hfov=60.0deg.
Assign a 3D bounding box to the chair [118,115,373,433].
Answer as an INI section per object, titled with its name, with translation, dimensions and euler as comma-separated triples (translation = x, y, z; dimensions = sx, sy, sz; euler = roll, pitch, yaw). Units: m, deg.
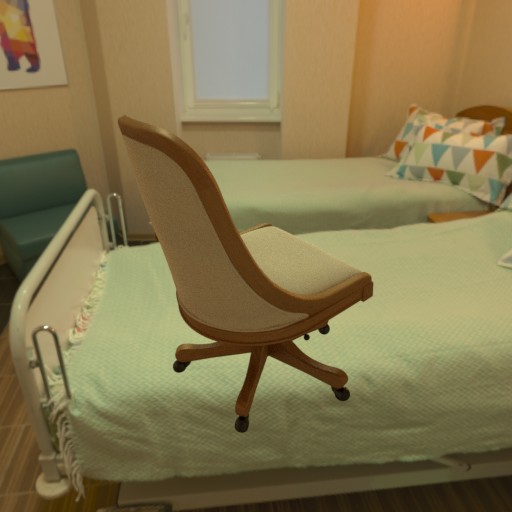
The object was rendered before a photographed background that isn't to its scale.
[chair]
translation = 0.000, 0.000, 1.551
dimensions = 0.811, 1.009, 0.702
euler = -19, 33, -32
